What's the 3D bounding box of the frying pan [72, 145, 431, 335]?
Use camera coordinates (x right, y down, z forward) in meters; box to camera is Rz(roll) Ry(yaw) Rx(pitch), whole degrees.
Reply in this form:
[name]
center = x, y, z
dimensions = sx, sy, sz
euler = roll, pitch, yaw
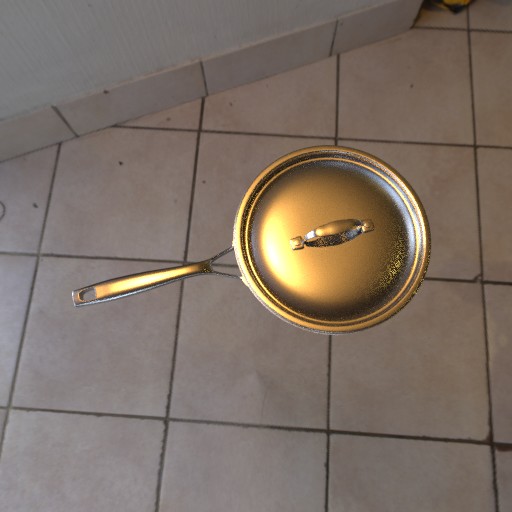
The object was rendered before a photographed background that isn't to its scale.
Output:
[frying pan]
center = 0.000, 0.000, 0.615
dimensions = 0.490, 0.086, 0.272
euler = -14, 76, -4
